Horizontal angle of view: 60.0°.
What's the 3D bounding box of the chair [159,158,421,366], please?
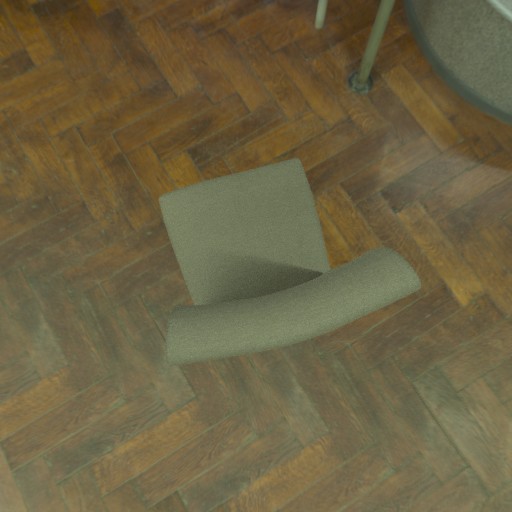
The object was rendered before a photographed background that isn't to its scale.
[{"bbox_3d":[0.000,0.000,1.362,0.513,0.988,0.608,-16,76,-4],"label":"chair"}]
